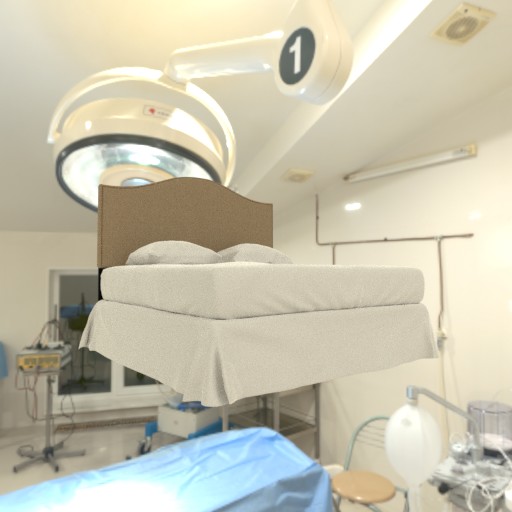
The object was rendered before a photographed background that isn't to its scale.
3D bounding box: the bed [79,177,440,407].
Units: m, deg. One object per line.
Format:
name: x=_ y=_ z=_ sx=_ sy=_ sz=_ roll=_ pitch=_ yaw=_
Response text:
bed: x=0.000 y=0.000 z=3.751 sx=2.311 sy=1.651 sz=2.222 roll=1 pitch=-2 yaw=-37
